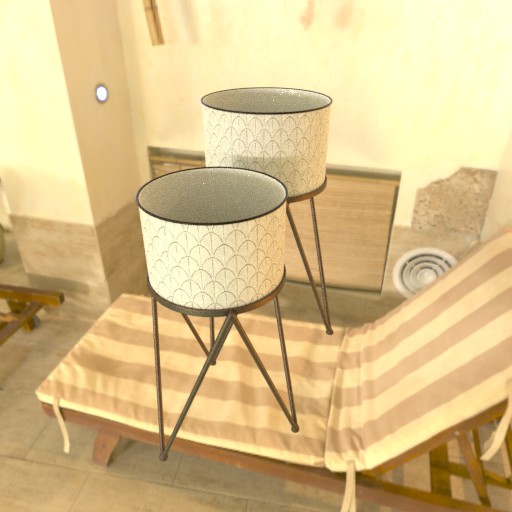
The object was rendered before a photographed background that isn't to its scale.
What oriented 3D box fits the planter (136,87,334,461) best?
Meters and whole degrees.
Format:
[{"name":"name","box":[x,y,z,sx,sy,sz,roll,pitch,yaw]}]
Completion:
[{"name":"planter","box":[0.000,0.000,1.143,0.413,0.712,0.769,8,31,14]}]
